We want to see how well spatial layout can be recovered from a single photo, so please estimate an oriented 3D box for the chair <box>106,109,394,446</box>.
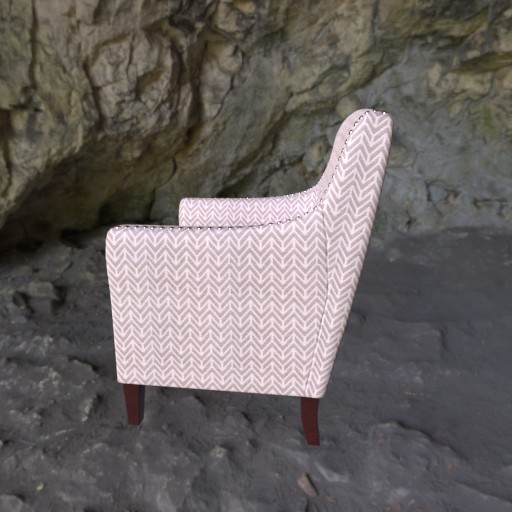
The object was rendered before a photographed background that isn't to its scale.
[{"bbox_3d":[0.000,0.000,1.324,0.651,0.816,0.623,2,14,8],"label":"chair"}]
